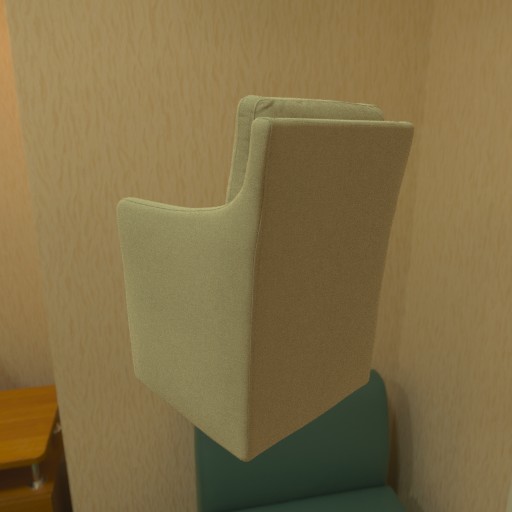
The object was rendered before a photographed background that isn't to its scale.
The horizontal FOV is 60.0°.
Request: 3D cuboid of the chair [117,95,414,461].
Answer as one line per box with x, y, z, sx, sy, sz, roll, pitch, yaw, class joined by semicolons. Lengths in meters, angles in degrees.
0.000;0.000;1.398;0.626;0.914;0.694;-14;21;-41;chair
